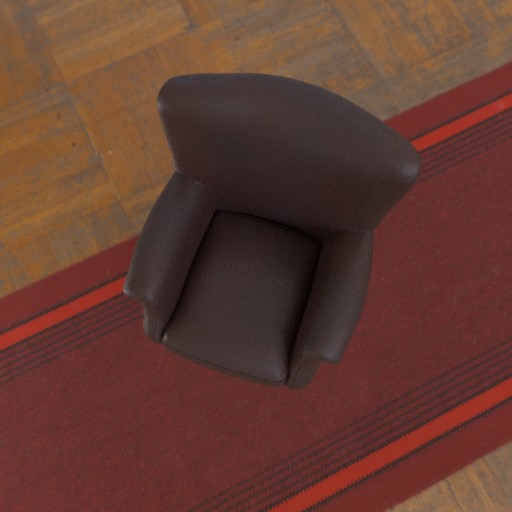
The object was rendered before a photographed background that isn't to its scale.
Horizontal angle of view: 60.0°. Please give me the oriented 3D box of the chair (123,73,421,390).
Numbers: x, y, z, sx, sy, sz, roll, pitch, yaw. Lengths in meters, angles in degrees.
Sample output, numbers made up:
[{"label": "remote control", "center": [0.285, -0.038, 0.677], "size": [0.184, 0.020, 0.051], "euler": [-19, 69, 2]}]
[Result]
[{"label": "chair", "center": [0.000, 0.000, 1.391], "size": [0.700, 0.800, 0.746], "euler": [18, 76, 5]}]
